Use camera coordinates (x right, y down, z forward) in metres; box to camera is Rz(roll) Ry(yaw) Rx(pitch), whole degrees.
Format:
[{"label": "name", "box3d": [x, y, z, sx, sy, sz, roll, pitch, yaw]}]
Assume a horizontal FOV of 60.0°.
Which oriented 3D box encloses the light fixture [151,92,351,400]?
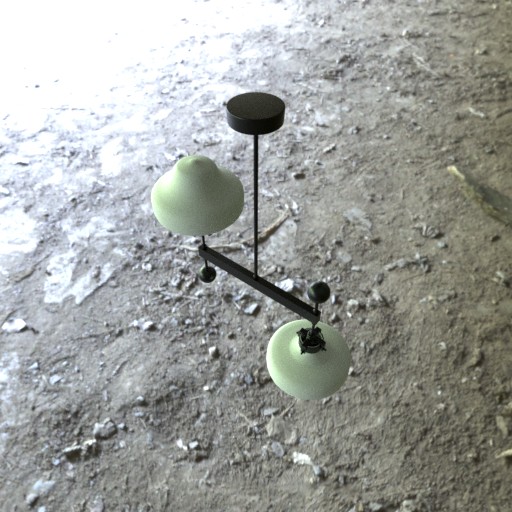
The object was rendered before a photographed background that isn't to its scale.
[{"label": "light fixture", "box3d": [0.000, 0.000, 1.029, 0.489, 0.743, 0.422, 0, 46, 0]}]
